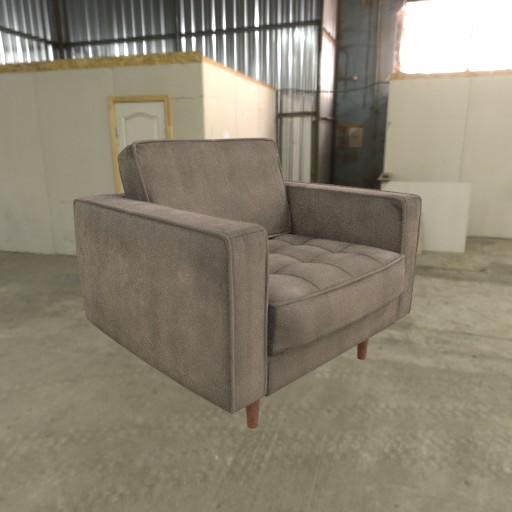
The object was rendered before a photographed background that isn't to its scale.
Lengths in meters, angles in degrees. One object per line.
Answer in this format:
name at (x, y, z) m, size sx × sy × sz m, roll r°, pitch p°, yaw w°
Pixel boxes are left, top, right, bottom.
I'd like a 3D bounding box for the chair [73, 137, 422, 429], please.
chair at (0.000, 0.000, 1.514) m, size 0.928 × 0.773 × 0.843 m, roll -15°, pitch 21°, yaw -42°
